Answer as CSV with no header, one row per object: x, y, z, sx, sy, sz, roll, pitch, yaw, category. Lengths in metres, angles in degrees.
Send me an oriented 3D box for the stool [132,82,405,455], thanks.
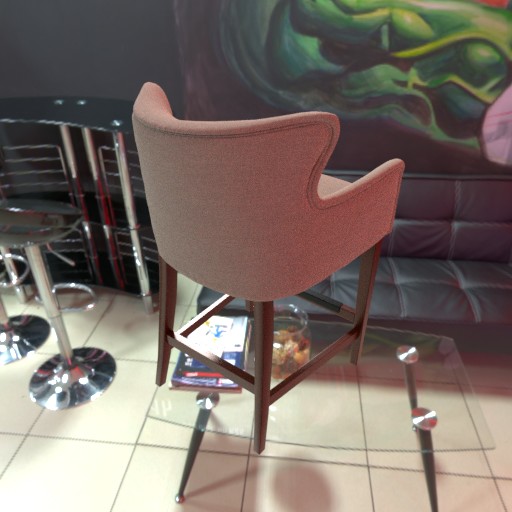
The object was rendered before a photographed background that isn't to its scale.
0.000,0.000,1.366,0.615,0.987,0.637,22,38,32,stool
